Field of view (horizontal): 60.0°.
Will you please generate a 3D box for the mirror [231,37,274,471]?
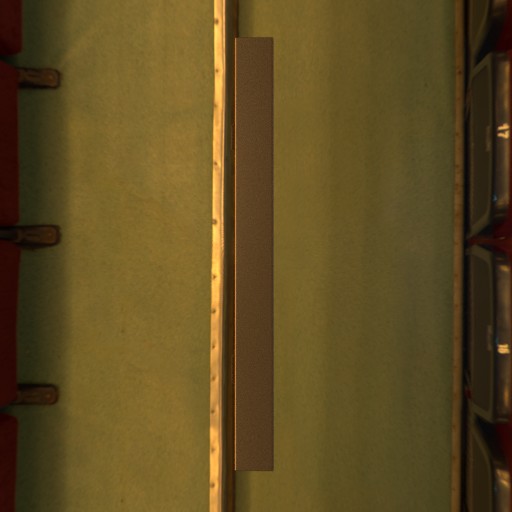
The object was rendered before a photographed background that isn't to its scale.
[{"bbox_3d":[0.000,0.000,0.667,0.041,0.508,0.405,0,89,1],"label":"mirror"}]
